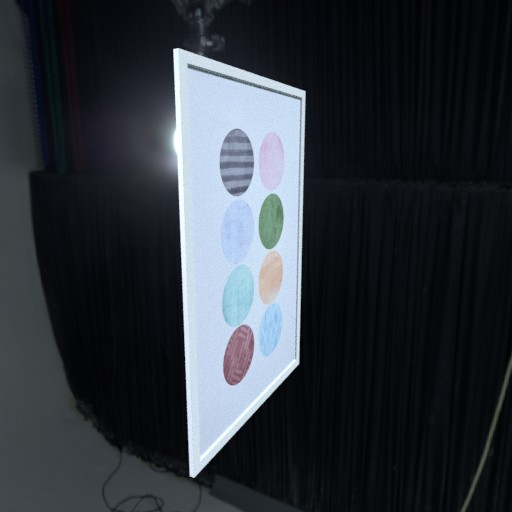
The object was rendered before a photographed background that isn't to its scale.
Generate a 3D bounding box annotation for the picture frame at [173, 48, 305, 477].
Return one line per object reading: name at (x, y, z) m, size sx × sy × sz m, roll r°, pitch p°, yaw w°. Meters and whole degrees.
picture frame at (0.000, 0.000, 1.229) m, size 0.013 × 0.940 × 0.659 m, roll 7°, pitch 14°, yaw 27°
